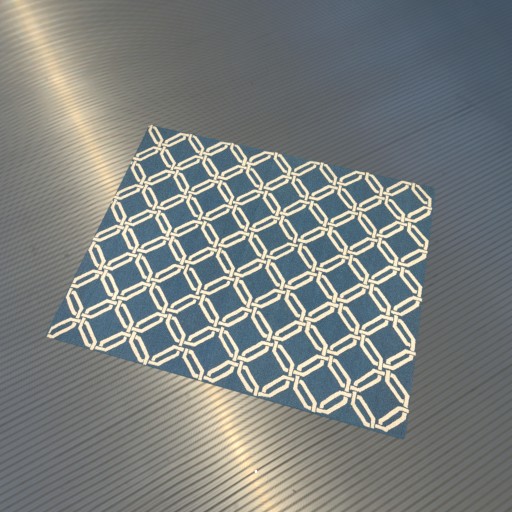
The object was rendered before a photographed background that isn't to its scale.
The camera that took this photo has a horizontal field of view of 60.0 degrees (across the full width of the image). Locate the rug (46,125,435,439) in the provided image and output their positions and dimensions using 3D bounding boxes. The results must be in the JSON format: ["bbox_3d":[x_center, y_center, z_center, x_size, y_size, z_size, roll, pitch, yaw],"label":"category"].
[{"bbox_3d":[0.000,0.000,3.840,2.867,0.020,2.277,14,65,7],"label":"rug"}]
